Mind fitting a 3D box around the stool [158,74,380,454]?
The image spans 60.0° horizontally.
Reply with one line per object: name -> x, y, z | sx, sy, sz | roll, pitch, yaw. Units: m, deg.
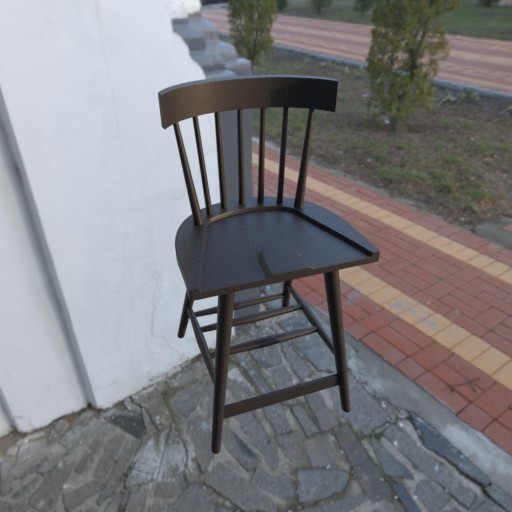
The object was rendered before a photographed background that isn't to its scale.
stool -> 0.000, 0.000, 1.317 | 0.494, 0.953, 0.549 | -11, 34, -16
